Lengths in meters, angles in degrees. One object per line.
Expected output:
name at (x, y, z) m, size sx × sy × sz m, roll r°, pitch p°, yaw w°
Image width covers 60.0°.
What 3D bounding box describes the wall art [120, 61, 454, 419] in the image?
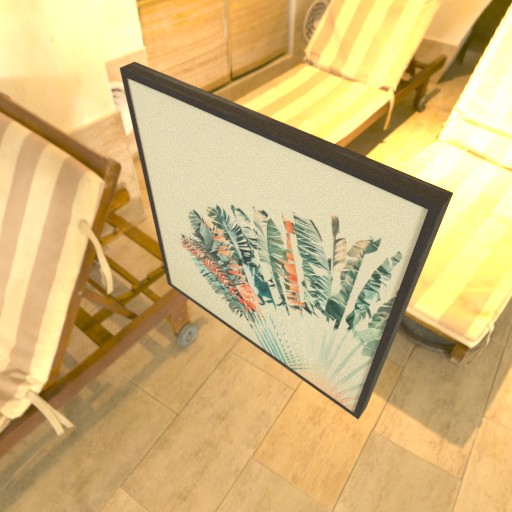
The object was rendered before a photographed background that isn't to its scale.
wall art at (0.000, 0.000, 1.120) m, size 0.762 × 0.758 × 0.043 m, roll 31°, pitch 54°, yaw 26°
